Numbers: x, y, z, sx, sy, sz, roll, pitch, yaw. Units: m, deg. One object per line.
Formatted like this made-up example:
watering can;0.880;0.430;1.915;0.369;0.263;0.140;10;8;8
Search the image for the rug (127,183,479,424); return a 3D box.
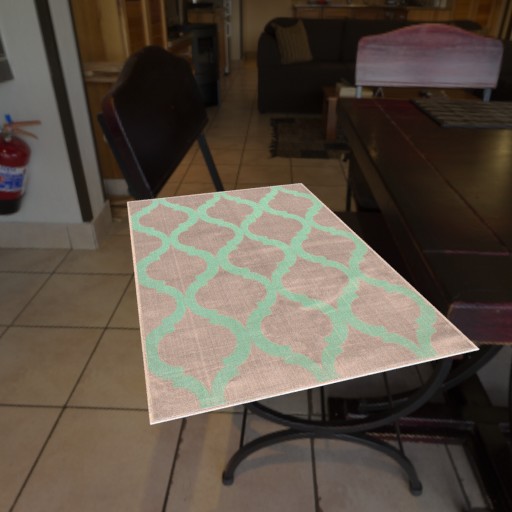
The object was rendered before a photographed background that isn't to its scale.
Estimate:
rug;0.000;0.000;2.855;1.524;0.006;2.286;-8;31;-14
